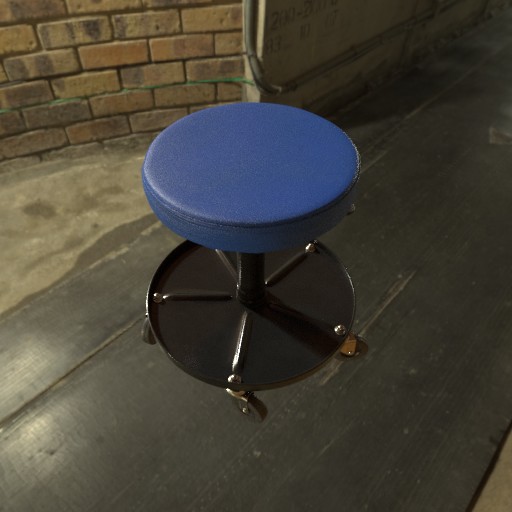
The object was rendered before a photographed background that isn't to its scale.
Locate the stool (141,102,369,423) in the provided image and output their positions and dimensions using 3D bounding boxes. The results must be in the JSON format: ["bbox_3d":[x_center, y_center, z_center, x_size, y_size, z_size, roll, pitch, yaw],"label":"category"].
[{"bbox_3d":[0.000,0.000,0.678,0.382,0.365,0.381,3,46,3],"label":"stool"}]
